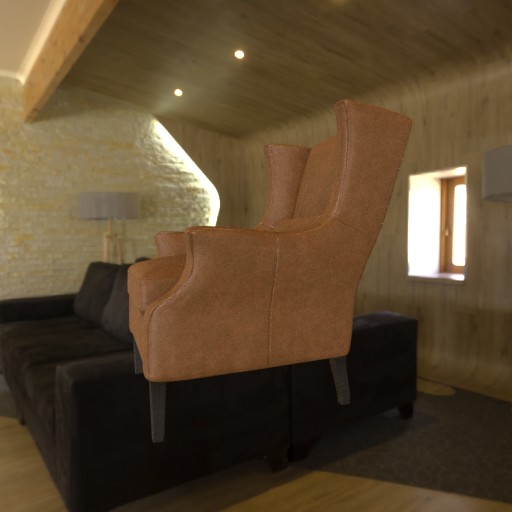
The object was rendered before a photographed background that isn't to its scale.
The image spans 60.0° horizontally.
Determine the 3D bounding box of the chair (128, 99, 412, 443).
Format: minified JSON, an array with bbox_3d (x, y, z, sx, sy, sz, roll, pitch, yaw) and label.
[{"bbox_3d":[0.000,0.000,1.702,0.925,1.016,0.852,-1,2,-19],"label":"chair"}]
